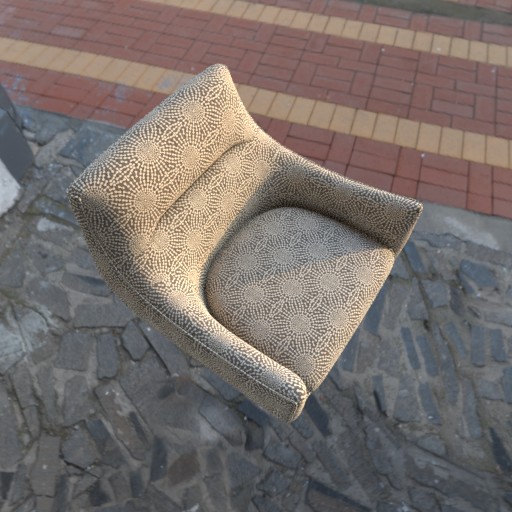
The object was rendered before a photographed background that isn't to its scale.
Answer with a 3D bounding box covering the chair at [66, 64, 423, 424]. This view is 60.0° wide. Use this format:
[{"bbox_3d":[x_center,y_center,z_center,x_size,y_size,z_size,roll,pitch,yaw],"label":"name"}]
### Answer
[{"bbox_3d":[0.000,0.000,1.467,0.787,0.838,0.762,31,64,17],"label":"chair"}]
